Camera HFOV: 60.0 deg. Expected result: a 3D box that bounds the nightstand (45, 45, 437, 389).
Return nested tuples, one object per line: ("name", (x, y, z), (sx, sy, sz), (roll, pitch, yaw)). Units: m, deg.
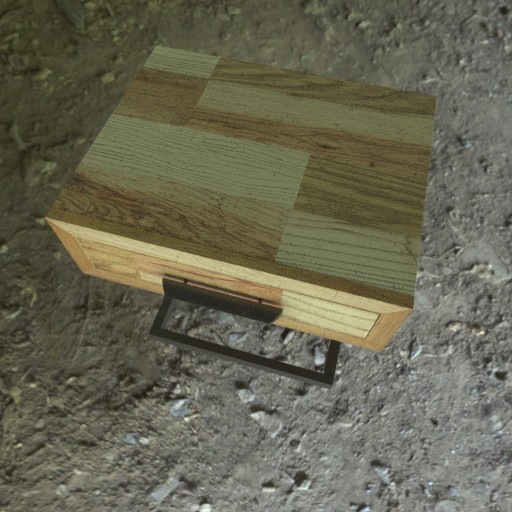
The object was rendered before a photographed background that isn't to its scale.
("nightstand", (0.000, 0.000, 1.008), (0.558, 0.632, 0.481), (14, 60, 8))
